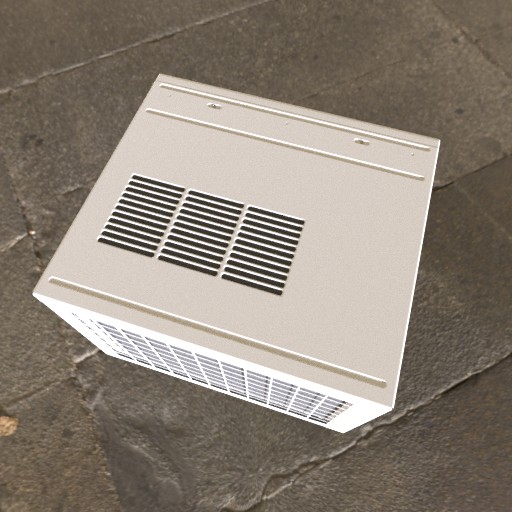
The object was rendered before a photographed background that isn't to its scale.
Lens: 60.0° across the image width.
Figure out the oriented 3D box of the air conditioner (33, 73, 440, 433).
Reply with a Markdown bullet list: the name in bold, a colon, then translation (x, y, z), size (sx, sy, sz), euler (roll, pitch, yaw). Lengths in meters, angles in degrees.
- **air conditioner**: translation (0.000, 0.000, 1.066), size (0.645, 0.455, 0.599), euler (16, 65, 8)
